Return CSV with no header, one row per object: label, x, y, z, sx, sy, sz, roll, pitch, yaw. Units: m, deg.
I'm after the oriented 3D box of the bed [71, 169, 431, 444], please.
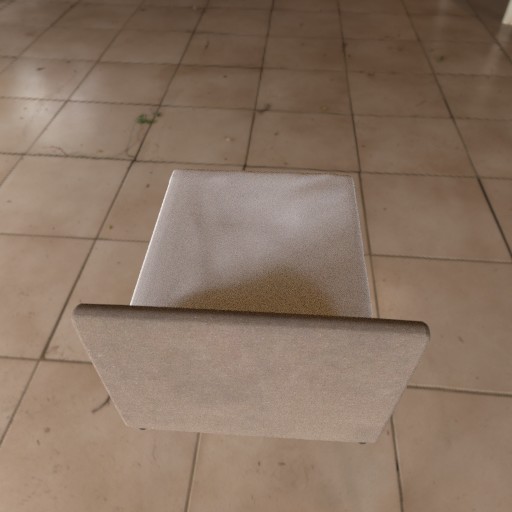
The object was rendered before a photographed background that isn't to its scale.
bed,0.000,0.000,3.179,1.723,1.330,2.142,3,47,3
